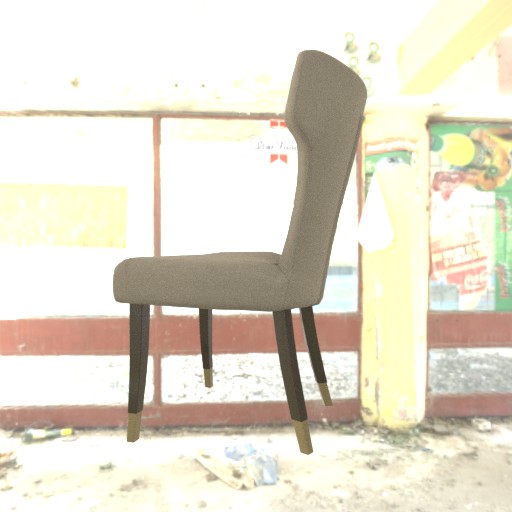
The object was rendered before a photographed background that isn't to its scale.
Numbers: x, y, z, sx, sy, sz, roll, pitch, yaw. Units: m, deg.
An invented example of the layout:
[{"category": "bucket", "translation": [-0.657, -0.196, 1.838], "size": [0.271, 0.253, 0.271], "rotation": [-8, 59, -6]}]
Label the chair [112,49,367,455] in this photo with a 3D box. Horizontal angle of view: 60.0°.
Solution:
[{"category": "chair", "translation": [0.000, 0.000, 1.294], "size": [0.630, 0.950, 0.526], "rotation": [0, 0, 17]}]
